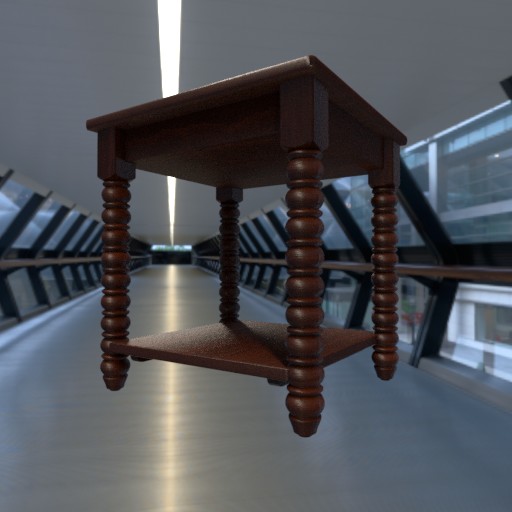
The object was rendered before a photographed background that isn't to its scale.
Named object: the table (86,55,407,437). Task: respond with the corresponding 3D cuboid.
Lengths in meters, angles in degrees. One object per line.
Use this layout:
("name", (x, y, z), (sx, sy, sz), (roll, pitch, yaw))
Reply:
("table", (0.000, 0.000, 0.983), (0.533, 0.567, 0.500), (-1, -1, 34))
